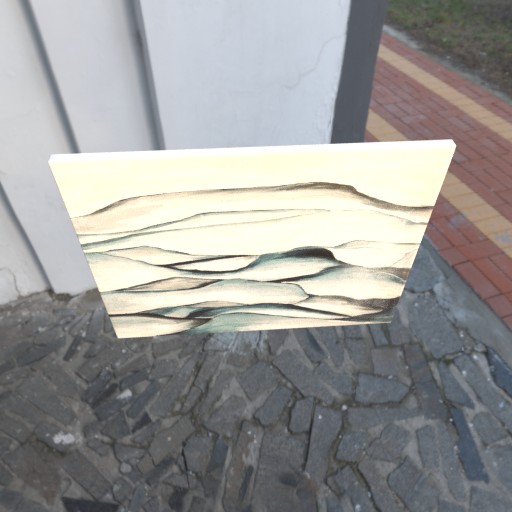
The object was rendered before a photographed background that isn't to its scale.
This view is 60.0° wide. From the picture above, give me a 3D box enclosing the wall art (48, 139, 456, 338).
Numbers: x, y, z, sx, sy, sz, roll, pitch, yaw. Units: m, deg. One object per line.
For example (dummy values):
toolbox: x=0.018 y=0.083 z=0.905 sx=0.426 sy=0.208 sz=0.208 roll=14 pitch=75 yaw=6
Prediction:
wall art: x=0.000 y=0.000 z=1.657 sx=1.219 sy=0.915 sz=0.039 roll=-3 pitch=46 yaw=-3
